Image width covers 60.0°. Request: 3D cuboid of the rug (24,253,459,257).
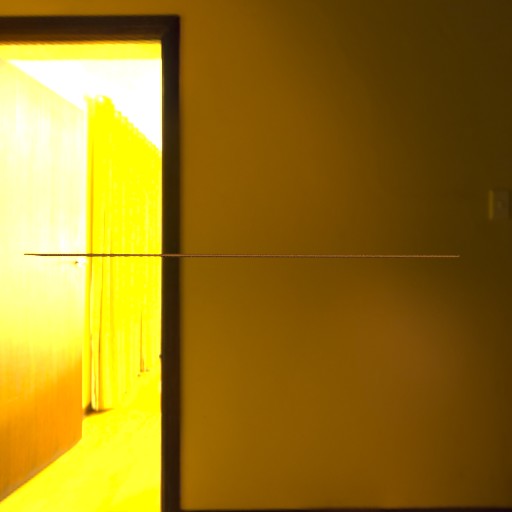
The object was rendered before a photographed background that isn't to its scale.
[{"bbox_3d":[0.000,0.000,2.703,2.435,0.009,0.750,0,-1,-20],"label":"rug"}]
